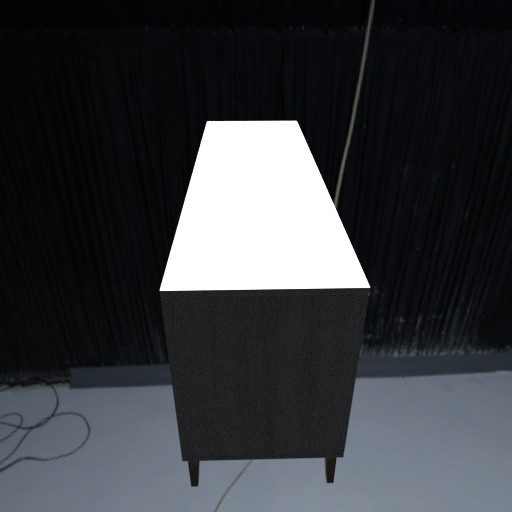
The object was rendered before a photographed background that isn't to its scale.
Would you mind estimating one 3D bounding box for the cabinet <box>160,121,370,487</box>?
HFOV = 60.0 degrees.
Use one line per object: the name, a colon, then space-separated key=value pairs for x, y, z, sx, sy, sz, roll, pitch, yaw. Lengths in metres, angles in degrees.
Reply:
cabinet: x=0.000 y=0.000 z=1.960 sx=0.500 sy=0.780 sz=1.649 roll=-1 pitch=30 yaw=-1
